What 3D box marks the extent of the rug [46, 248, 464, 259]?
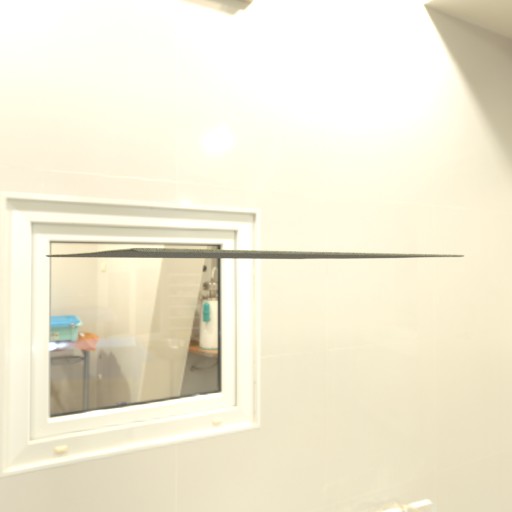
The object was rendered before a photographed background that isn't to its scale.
[{"bbox_3d":[0.000,0.000,2.937,2.270,0.017,1.606,1,-1,-36],"label":"rug"}]
